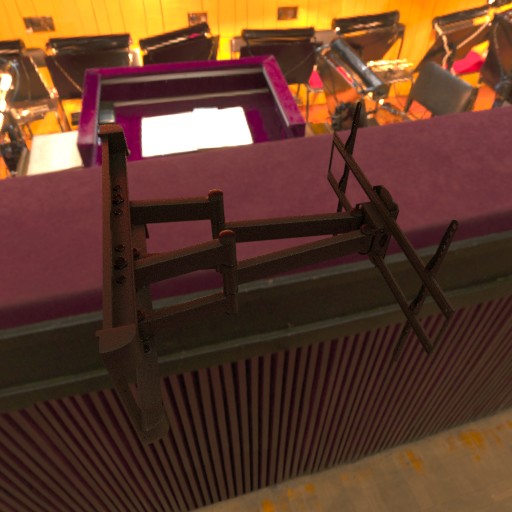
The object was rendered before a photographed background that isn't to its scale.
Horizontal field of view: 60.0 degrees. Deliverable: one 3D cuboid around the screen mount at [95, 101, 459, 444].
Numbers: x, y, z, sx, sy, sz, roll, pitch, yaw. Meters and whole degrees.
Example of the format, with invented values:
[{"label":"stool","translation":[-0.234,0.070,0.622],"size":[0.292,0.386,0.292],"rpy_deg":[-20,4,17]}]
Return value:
[{"label":"screen mount","translation":[0.000,0.000,1.073],"size":[0.644,0.491,0.661],"rpy_deg":[-10,48,-9]}]
